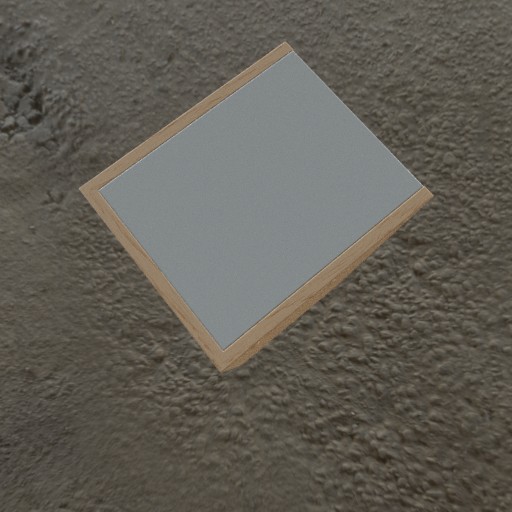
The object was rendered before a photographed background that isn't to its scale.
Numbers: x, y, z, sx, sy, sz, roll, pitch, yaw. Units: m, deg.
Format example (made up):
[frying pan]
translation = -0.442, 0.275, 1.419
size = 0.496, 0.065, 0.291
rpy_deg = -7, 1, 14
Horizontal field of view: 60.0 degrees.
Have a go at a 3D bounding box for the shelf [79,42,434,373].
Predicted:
[shelf]
translation = 0.000, 0.000, 0.767
size = 0.290, 0.600, 0.250
rpy_deg = -38, 80, -8
